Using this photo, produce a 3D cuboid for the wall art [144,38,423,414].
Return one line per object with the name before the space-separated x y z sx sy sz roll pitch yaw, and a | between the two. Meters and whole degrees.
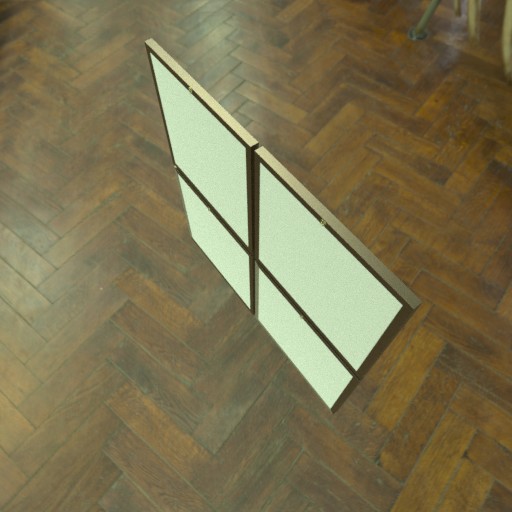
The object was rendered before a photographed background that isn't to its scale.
wall art | 0.000 0.000 1.501 0.030 1.032 1.032 -33 65 -18
